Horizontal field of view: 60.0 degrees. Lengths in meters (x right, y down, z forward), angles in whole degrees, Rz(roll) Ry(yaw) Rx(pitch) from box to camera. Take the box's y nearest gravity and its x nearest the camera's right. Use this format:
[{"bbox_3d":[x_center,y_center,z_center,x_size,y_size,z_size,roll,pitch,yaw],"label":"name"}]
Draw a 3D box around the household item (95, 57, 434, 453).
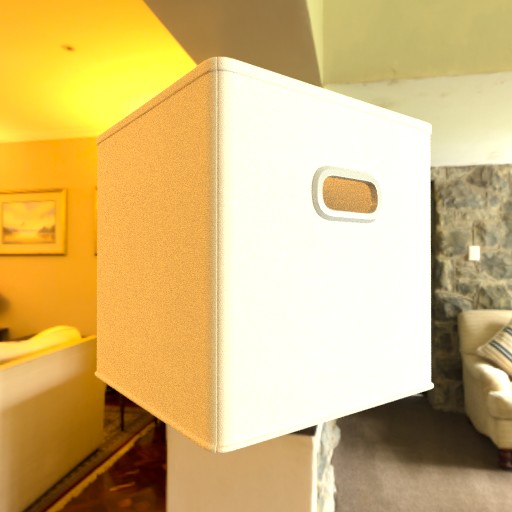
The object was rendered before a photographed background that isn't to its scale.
[{"bbox_3d":[0.000,0.000,0.545,0.305,0.305,0.305,0,-1,-37],"label":"household item"}]
